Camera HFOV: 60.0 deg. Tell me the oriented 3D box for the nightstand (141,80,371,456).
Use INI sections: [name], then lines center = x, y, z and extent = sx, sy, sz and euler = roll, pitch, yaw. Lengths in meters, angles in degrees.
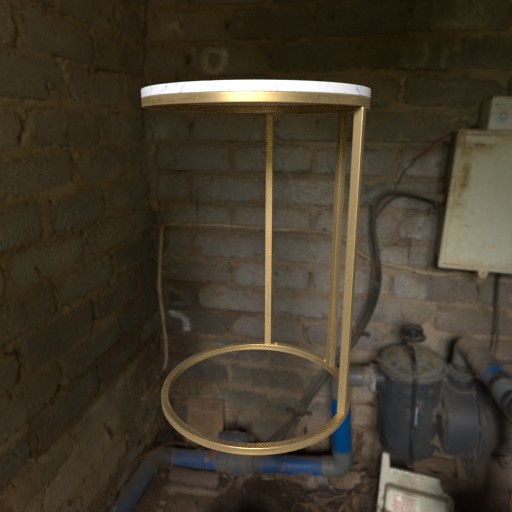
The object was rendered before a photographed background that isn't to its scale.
[nightstand]
center = 0.000, 0.000, 0.877
extent = 0.400, 0.610, 0.400
euler = -7, 17, -24
